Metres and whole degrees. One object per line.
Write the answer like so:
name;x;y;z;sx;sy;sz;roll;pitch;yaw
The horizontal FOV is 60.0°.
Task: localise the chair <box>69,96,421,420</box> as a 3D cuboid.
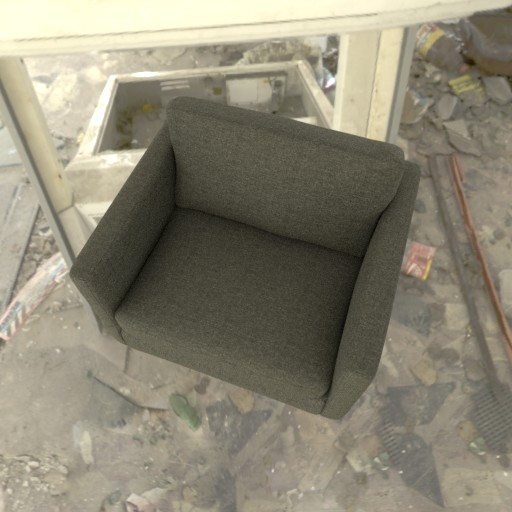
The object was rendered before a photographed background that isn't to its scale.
chair;0.000;0.000;1.869;1.107;0.963;0.959;17;61;10
